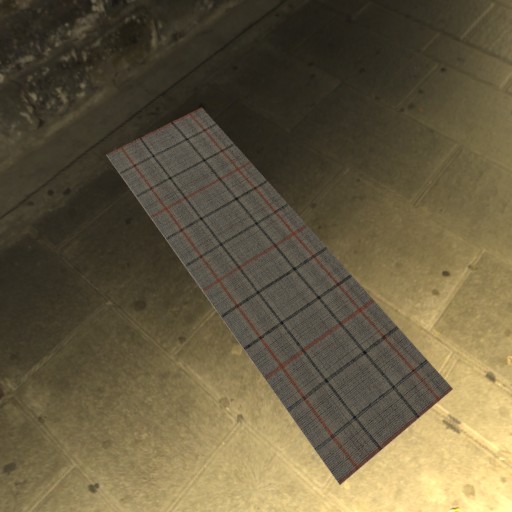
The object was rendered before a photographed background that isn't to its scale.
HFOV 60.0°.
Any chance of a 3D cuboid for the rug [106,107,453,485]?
[{"bbox_3d":[0.000,0.000,2.645,0.762,0.008,2.439,-32,67,-16],"label":"rug"}]
